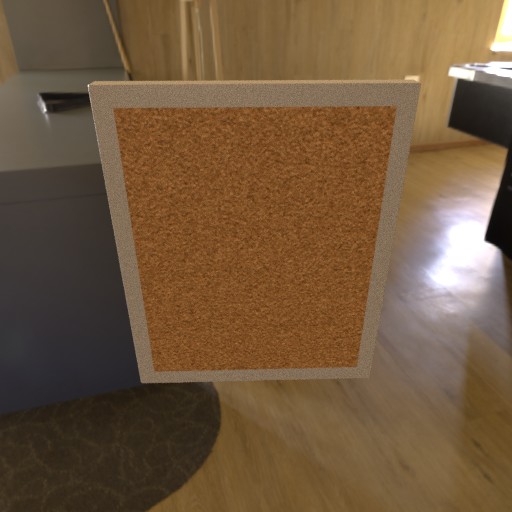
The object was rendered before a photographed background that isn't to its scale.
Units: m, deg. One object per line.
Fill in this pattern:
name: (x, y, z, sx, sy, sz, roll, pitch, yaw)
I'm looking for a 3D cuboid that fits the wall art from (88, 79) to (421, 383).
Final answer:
wall art: (0.000, 0.000, 0.752, 0.454, 0.556, 0.028, -1, 30, -2)
